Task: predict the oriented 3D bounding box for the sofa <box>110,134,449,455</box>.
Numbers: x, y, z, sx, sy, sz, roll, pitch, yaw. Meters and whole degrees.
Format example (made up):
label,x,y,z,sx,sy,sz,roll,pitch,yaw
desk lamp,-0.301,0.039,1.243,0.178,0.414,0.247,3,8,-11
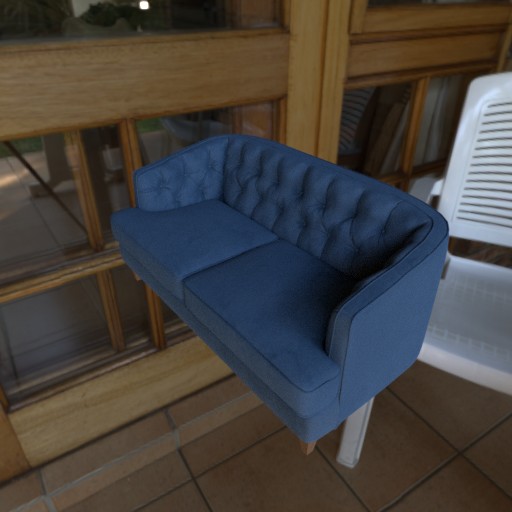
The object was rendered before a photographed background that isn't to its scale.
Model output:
label,x,y,z,sx,sy,sz,roll,pitch,yaw
sofa,0.000,0.000,2.327,0.941,0.854,1.733,-23,39,-32
